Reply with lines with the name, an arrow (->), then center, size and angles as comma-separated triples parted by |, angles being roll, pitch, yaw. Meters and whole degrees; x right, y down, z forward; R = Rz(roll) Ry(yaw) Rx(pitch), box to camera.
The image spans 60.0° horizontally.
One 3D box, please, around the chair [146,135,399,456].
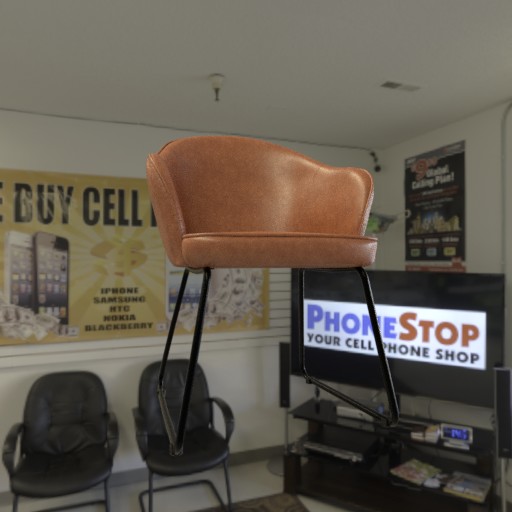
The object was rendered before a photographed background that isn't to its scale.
chair -> 0.000, 0.000, 1.189 | 0.582, 0.785, 0.580 | 0, 0, -18
